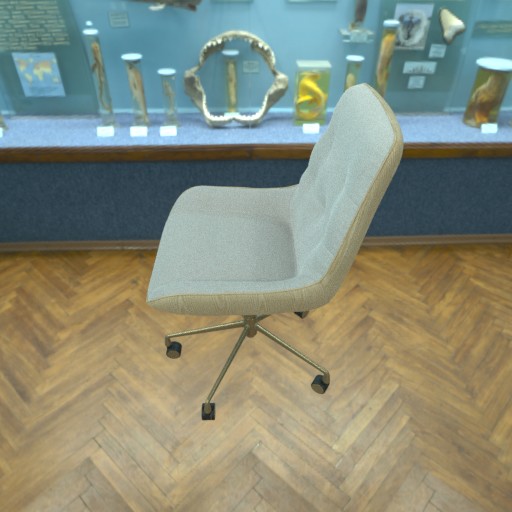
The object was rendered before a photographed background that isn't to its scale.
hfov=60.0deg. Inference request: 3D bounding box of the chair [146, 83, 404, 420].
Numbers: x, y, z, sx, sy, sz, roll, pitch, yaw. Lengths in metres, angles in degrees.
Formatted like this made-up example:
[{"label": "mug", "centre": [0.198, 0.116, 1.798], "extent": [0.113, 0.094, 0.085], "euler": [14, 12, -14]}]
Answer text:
[{"label": "chair", "centre": [0.000, 0.000, 1.364], "extent": [0.668, 0.952, 0.564], "euler": [0, 39, 0]}]
